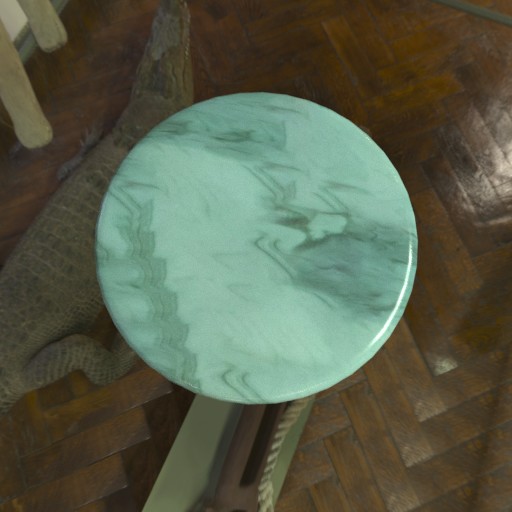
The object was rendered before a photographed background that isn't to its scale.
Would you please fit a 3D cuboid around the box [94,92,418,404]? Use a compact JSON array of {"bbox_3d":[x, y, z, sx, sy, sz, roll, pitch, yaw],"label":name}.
[{"bbox_3d":[0.000,0.000,0.164,0.101,0.063,0.101,0,75,0],"label":"box"}]
